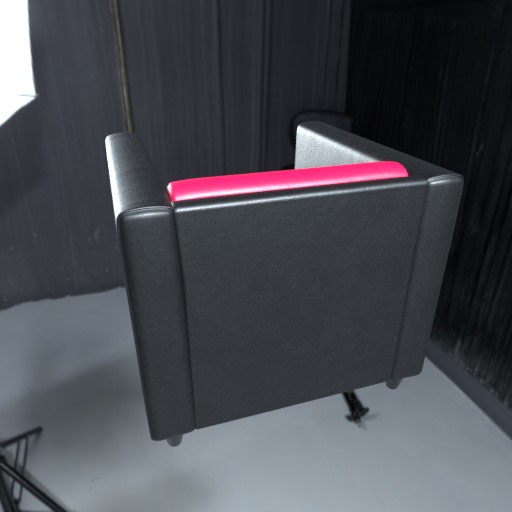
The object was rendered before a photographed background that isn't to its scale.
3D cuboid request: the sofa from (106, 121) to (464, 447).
[{"bbox_3d":[0.000,0.000,1.461,0.839,0.724,0.809,-8,28,-16],"label":"sofa"}]
